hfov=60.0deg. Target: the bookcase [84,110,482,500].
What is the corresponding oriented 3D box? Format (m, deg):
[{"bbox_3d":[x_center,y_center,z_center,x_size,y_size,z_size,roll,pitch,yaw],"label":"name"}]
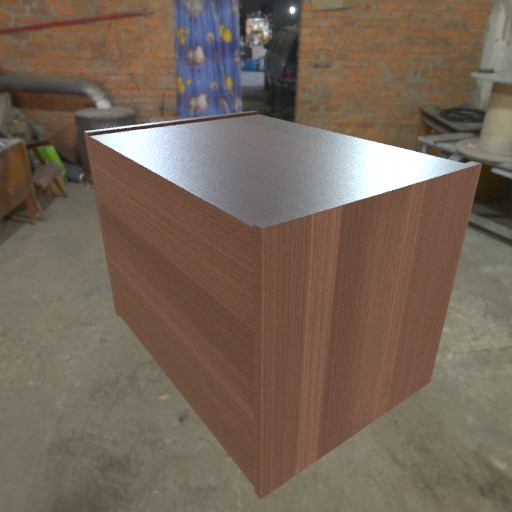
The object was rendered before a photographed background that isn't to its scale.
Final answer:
[{"bbox_3d":[0.000,0.000,0.612,0.290,0.305,0.415,-18,33,-32],"label":"bookcase"}]
